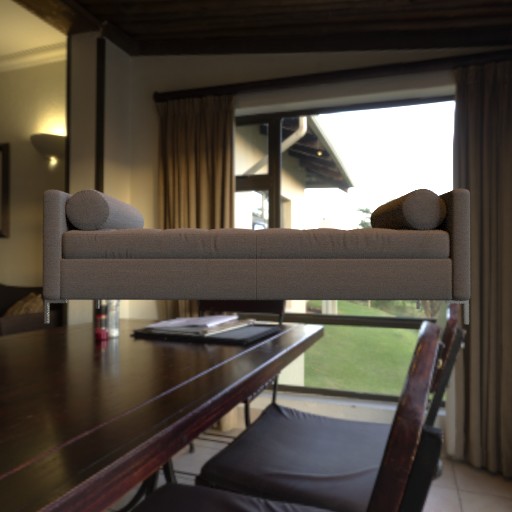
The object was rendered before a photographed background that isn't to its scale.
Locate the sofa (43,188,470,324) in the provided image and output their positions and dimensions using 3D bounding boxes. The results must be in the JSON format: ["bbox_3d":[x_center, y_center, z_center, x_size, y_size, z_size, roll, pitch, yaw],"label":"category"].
[{"bbox_3d":[0.000,0.000,2.382,1.981,0.635,0.686,0,-1,1],"label":"sofa"}]
